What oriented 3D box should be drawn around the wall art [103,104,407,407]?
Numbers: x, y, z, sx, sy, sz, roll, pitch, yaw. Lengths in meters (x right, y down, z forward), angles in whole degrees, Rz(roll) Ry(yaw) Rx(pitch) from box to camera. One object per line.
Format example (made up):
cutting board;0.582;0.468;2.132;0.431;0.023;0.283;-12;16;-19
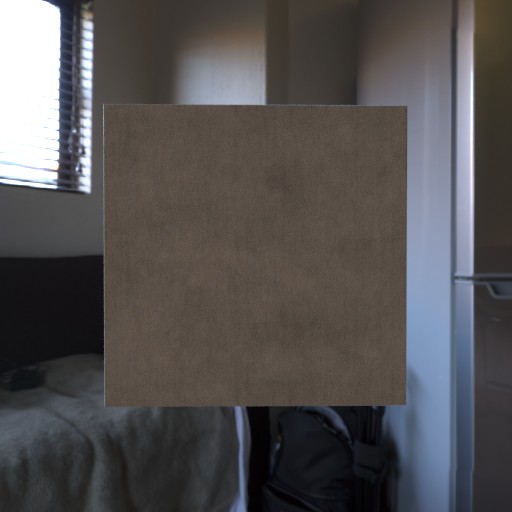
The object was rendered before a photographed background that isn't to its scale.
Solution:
wall art;0.000;0.000;0.678;0.455;0.453;0.023;0;1;-1
